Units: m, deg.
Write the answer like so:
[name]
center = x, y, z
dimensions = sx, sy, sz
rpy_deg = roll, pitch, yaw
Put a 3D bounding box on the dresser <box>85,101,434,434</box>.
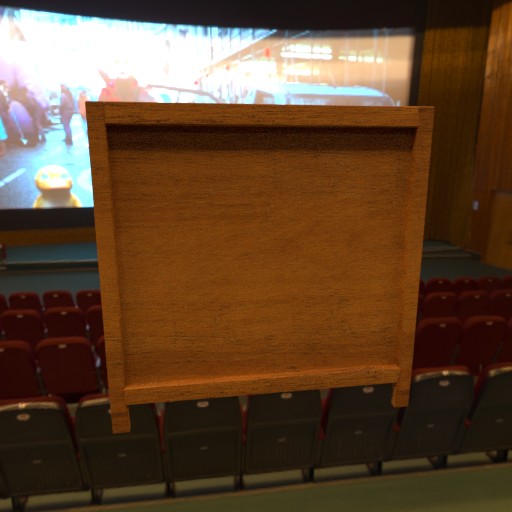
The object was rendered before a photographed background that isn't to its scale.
[dresser]
center = 0.000, 0.000, 1.297
dimensions = 0.804, 0.804, 0.427
rpy_deg = -2, 13, -9
